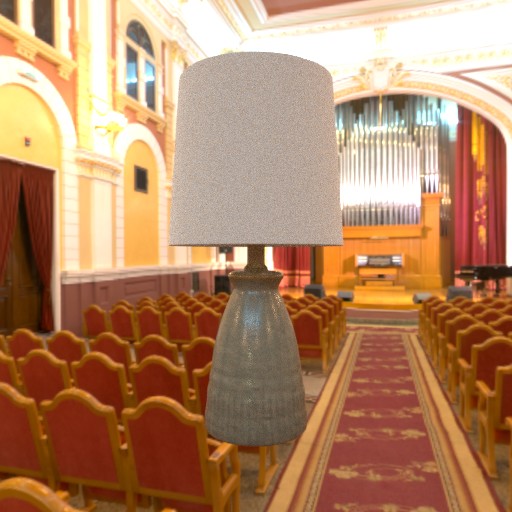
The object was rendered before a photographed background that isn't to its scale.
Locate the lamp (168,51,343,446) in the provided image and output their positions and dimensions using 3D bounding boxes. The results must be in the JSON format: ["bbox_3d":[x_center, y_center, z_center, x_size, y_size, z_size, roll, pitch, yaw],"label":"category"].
[{"bbox_3d":[0.000,0.000,0.481,0.186,0.369,0.186,0,0,0],"label":"lamp"}]
